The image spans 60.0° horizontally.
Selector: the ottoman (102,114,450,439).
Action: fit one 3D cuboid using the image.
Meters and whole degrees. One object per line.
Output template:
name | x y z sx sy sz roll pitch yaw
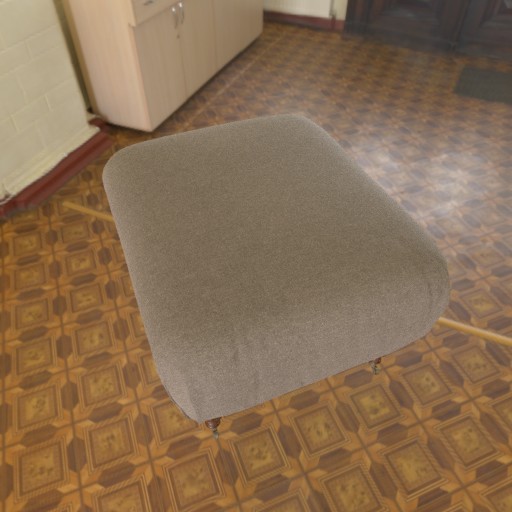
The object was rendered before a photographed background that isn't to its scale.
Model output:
ottoman | 0.000 0.000 1.132 0.622 0.450 0.747 -16 48 -16
